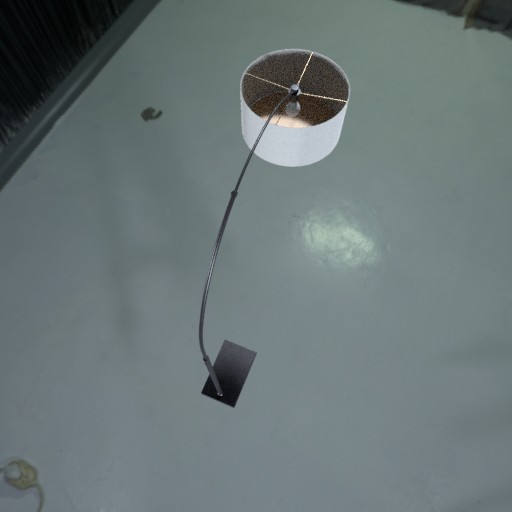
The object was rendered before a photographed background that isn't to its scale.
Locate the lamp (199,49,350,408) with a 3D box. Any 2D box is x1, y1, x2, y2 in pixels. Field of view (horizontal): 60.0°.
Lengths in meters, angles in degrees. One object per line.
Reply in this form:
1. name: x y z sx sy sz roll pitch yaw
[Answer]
1. lamp: 0.000 0.000 2.550 0.493 1.927 1.424 20 65 10
